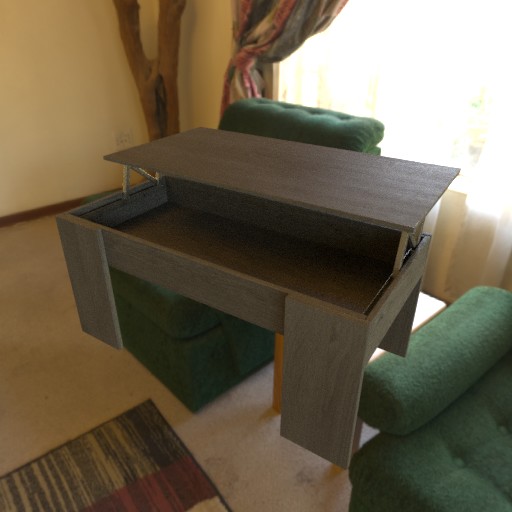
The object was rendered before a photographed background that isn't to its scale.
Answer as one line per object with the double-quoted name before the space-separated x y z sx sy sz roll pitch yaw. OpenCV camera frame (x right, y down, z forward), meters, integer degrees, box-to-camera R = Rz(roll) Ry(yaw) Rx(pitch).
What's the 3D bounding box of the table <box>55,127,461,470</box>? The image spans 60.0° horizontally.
"table" 0.000 0.000 1.439 1.000 0.570 0.711 17 33 28
